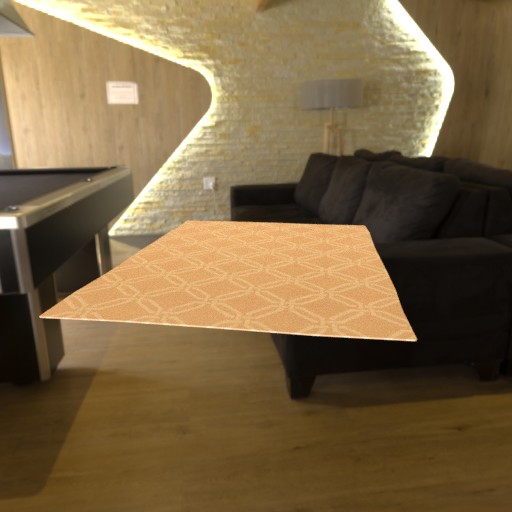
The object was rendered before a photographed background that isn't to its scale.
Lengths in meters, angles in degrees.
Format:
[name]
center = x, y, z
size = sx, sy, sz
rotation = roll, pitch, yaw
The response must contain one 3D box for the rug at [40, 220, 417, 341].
[rug]
center = 0.000, 0.000, 2.740
size = 1.524, 0.013, 2.135
rotation = 2, 16, 8
